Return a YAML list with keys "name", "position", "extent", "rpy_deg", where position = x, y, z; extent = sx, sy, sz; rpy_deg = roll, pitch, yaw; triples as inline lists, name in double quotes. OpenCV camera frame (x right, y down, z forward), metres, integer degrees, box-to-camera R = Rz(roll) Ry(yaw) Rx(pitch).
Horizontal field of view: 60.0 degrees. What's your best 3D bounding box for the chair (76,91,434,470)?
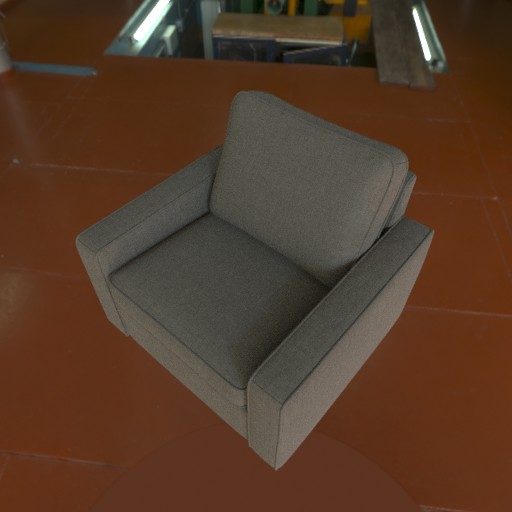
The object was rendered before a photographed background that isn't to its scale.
- name: "chair"
  position: [0.000, 0.000, 1.719]
  extent: [1.017, 0.919, 0.940]
  rpy_deg: [33, 56, 26]
